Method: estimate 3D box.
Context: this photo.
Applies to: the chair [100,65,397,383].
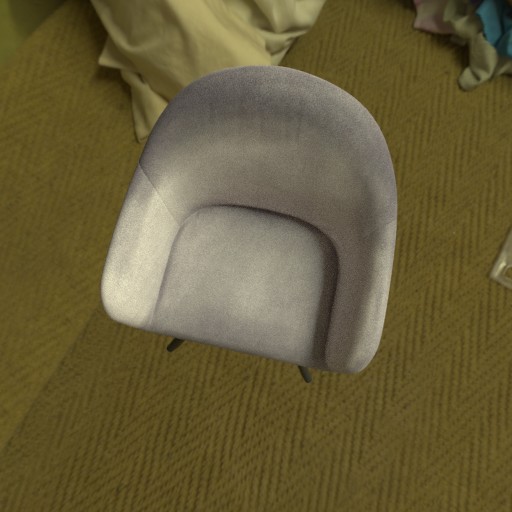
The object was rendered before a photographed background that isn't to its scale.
[{"bbox_3d":[0.000,0.000,1.112,0.570,0.780,0.540,12,75,3],"label":"chair"}]
